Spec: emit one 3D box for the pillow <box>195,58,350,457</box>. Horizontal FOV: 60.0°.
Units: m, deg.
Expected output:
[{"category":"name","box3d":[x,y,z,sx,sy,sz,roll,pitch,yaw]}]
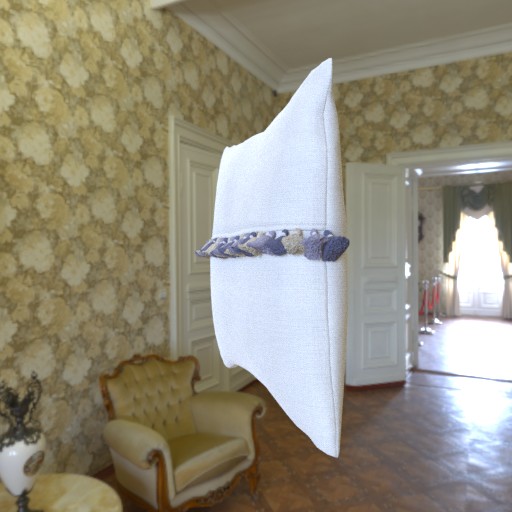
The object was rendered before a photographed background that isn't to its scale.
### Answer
[{"category":"pillow","box3d":[0.000,0.000,0.741,0.165,0.481,0.489,0,-1,-19]}]
